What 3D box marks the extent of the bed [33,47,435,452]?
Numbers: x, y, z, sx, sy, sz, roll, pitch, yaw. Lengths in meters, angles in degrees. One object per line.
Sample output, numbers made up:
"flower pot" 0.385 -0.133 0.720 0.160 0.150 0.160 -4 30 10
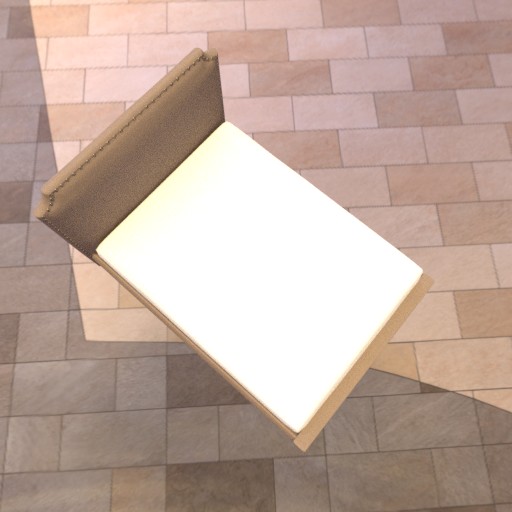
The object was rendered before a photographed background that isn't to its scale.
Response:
"bed" 0.000 0.000 3.357 2.372 1.443 1.713 40 77 11
